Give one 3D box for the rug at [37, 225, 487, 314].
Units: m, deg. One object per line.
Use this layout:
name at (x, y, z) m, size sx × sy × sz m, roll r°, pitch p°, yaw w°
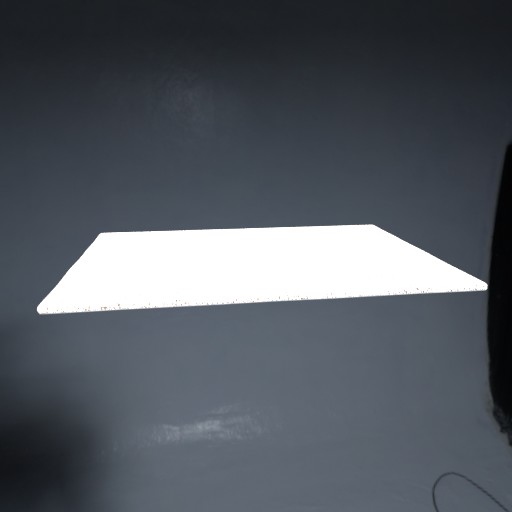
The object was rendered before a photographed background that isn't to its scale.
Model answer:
rug at (0.000, 0.000, 2.297) m, size 1.778 × 0.030 × 1.219 m, roll -2°, pitch 16°, yaw -8°
